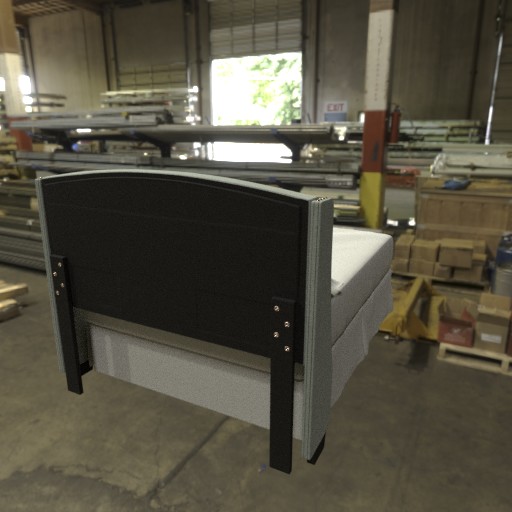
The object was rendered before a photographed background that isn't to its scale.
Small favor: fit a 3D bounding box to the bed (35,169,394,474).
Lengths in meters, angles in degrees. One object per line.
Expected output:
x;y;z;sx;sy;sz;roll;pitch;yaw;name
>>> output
0.000;0.000;3.230;1.710;1.407;2.237;8;18;26;bed
